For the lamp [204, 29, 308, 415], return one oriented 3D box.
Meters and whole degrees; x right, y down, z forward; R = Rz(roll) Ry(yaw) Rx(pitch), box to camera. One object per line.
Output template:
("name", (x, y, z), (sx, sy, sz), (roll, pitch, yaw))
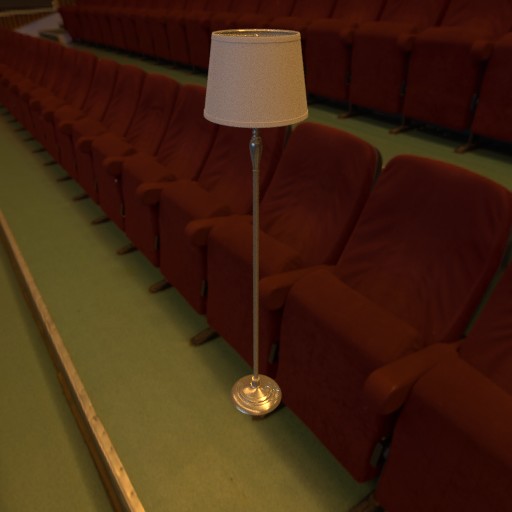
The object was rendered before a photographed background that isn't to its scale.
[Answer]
("lamp", (0.000, 0.000, 1.669), (0.327, 1.506, 0.327), (-20, 37, -30))
